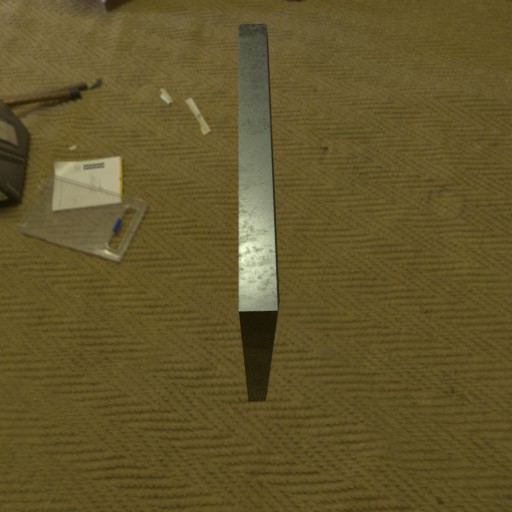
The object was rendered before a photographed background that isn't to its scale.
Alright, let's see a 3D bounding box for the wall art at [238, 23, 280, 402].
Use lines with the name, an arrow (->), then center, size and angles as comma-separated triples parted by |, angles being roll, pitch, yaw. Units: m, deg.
wall art -> 0.000, 0.000, 0.597 | 0.031, 0.457, 0.313 | -1, 64, 0
